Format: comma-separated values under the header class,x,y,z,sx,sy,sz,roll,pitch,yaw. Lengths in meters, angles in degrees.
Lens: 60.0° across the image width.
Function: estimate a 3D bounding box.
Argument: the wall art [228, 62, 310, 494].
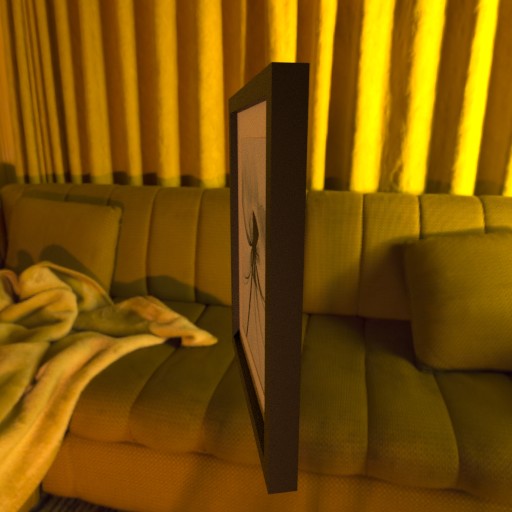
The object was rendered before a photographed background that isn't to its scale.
class,x,y,z,sx,sy,sz,roll,pitch,yaw
wall art,0.000,0.000,0.532,0.029,0.381,0.330,-2,15,-9
